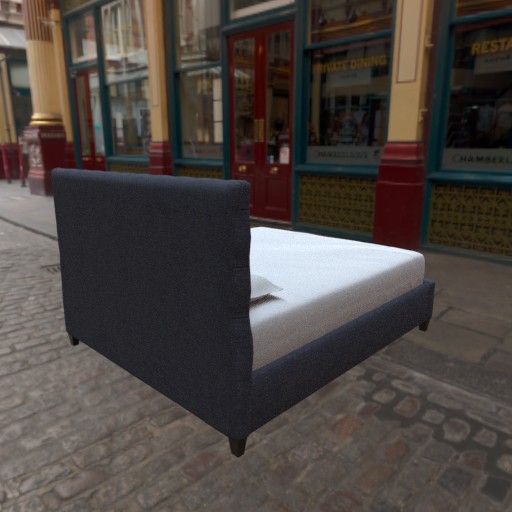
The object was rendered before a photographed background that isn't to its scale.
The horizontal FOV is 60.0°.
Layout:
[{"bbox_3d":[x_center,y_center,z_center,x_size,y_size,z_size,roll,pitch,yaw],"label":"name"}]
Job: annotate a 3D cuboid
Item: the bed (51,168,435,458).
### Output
[{"bbox_3d":[0.000,0.000,3.631,2.078,1.427,2.387,13,19,42],"label":"bed"}]
